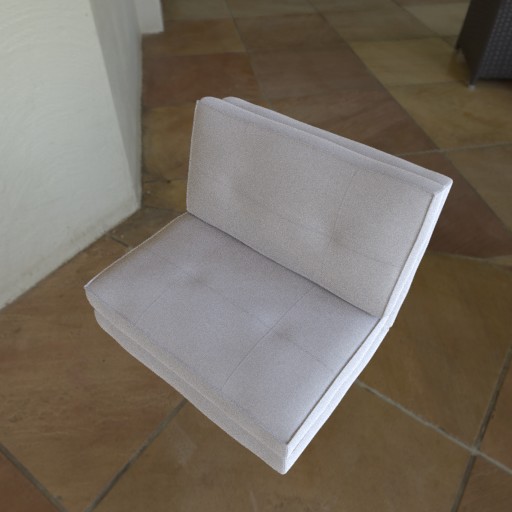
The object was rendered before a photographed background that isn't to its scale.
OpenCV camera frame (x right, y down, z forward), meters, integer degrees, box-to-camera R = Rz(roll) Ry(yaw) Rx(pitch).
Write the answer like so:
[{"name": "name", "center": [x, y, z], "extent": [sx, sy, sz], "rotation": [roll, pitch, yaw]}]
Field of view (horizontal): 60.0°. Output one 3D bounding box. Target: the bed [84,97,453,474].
[{"name": "bed", "center": [0.000, 0.000, 1.311], "extent": [0.799, 0.614, 0.749], "rotation": [30, 52, 26]}]
